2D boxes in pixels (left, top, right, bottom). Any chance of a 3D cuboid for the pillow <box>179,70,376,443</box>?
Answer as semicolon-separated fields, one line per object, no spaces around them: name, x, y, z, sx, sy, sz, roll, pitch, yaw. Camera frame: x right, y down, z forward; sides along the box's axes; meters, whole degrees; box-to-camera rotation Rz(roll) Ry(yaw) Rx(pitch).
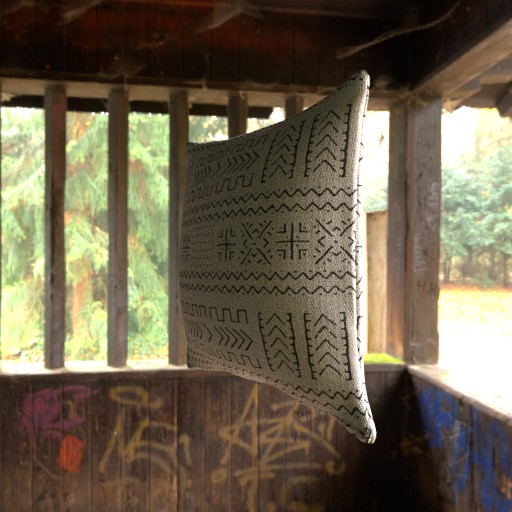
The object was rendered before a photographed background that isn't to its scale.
pillow;0.000;0.000;0.668;0.164;0.430;0.438;0;0;-36
